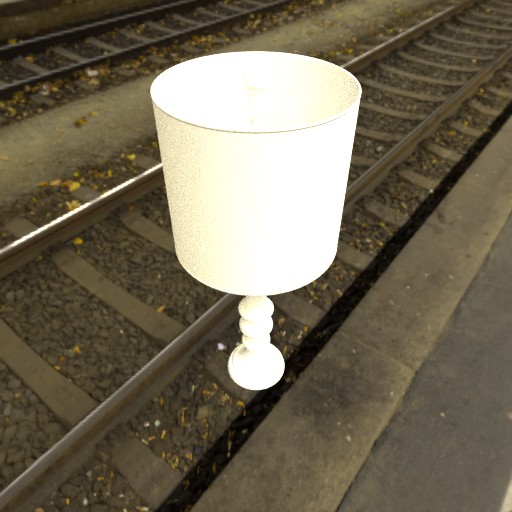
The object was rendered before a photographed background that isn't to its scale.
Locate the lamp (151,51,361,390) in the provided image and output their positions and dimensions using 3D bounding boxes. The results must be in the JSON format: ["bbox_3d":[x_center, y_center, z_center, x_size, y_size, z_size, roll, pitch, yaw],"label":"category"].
[{"bbox_3d":[0.000,0.000,0.717,0.250,0.597,0.250,11,42,12],"label":"lamp"}]
